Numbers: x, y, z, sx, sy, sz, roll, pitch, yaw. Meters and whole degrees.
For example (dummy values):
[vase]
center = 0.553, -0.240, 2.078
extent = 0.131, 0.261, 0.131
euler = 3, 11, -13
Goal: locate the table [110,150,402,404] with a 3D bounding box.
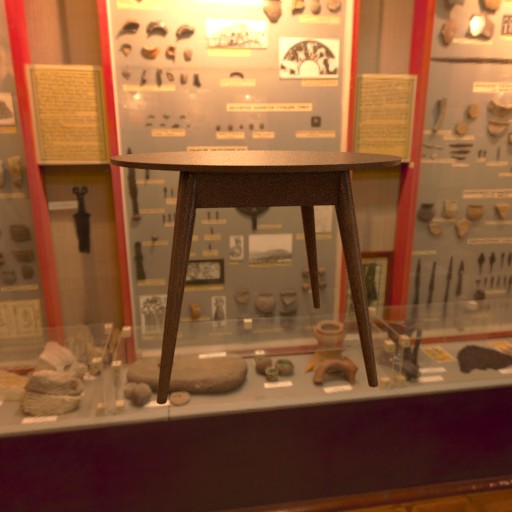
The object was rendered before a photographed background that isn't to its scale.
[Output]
[table]
center = 0.000, 0.000, 1.780
extent = 1.053, 0.786, 1.053
euler = 0, 15, 0
